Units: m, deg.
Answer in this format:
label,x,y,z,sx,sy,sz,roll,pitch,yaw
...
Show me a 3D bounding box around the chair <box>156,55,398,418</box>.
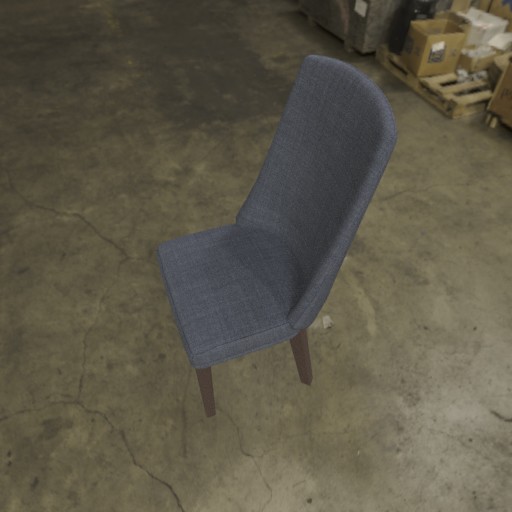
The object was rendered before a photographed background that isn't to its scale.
label,x,y,z,sx,sy,sz,roll,pitch,yaw
chair,0.000,0.000,1.373,0.577,1.050,0.510,-15,49,-14
